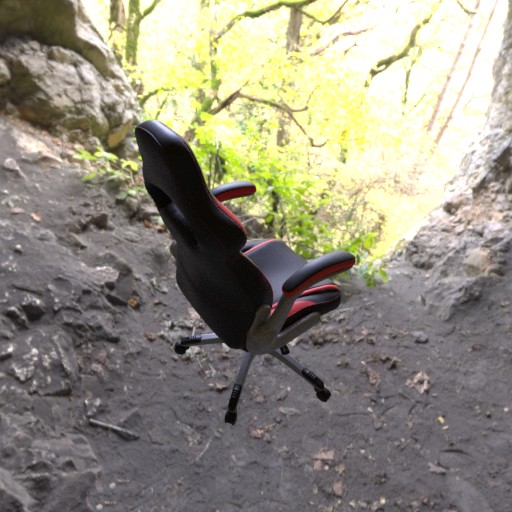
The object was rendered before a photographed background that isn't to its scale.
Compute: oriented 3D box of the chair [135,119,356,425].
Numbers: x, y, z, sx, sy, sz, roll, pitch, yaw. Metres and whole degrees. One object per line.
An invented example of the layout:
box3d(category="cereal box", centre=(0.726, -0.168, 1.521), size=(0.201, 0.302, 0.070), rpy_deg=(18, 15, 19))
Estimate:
box3d(category="chair", centre=(0.000, 0.000, 1.668), size=(0.712, 1.165, 0.758), rpy_deg=(-24, 44, -27))
